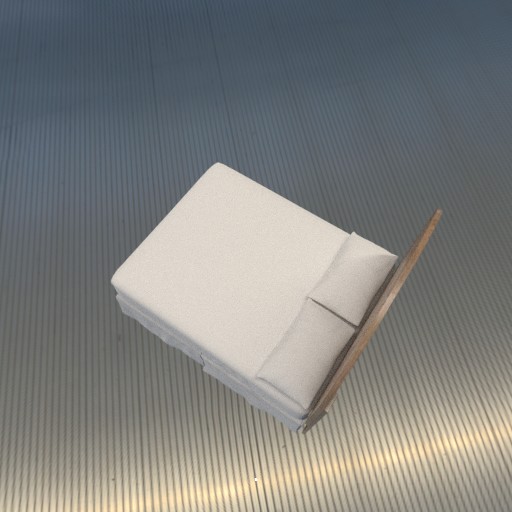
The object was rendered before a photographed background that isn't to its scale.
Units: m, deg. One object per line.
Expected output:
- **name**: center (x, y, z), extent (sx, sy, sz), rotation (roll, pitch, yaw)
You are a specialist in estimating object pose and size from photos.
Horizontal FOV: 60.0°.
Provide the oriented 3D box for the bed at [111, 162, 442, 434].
- **bed**: center (0.000, 0.000, 3.556), extent (2.112, 2.002, 1.713), rotation (31, 67, 15)
